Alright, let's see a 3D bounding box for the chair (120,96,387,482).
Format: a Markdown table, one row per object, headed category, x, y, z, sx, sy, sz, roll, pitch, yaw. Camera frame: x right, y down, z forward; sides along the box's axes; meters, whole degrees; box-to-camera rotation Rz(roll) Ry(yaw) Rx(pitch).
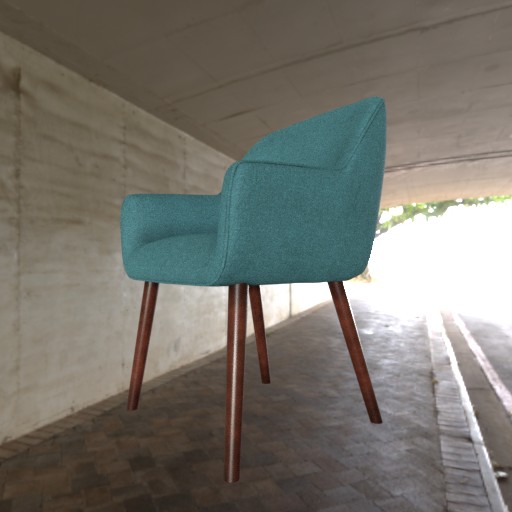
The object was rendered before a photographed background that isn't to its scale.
| category | x | y | z | sx | sy | sz | roll | pitch | yaw |
| --- | --- | --- | --- | --- | --- | --- | --- | --- | --- |
| chair | 0.000 | 0.000 | 1.124 | 0.519 | 0.803 | 0.543 | 0 | -1 | -37 |
